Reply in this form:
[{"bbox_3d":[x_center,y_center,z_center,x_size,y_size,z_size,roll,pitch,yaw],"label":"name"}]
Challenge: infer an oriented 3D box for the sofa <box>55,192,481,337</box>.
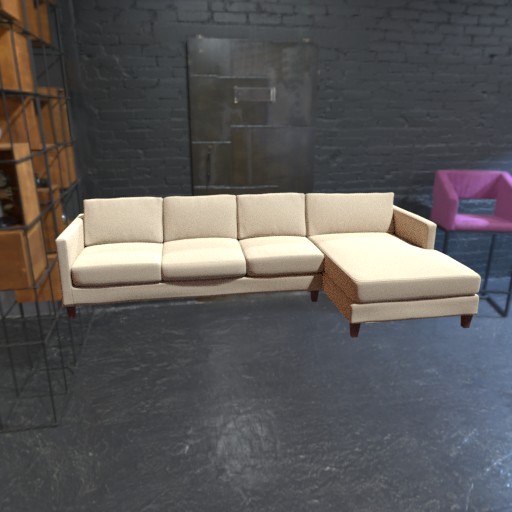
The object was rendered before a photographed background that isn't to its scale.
[{"bbox_3d":[0.000,0.000,3.809,3.186,0.861,1.625,-3,18,-9],"label":"sofa"}]
